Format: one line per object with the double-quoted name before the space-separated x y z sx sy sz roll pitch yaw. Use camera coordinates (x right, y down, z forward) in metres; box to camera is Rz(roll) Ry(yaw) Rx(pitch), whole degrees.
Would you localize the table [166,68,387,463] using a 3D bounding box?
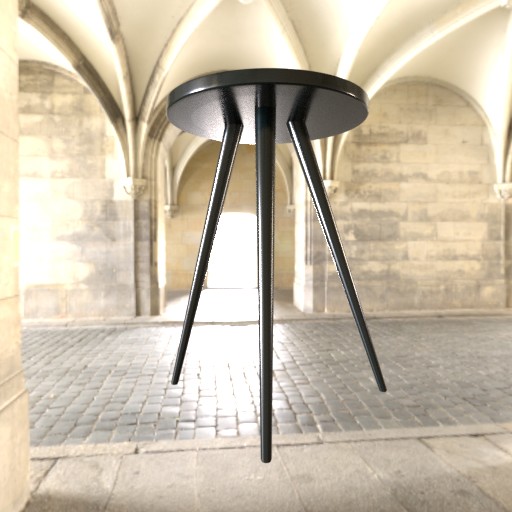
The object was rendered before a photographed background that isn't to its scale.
"table" 0.000 0.000 0.838 0.415 0.548 0.403 1 1 36
